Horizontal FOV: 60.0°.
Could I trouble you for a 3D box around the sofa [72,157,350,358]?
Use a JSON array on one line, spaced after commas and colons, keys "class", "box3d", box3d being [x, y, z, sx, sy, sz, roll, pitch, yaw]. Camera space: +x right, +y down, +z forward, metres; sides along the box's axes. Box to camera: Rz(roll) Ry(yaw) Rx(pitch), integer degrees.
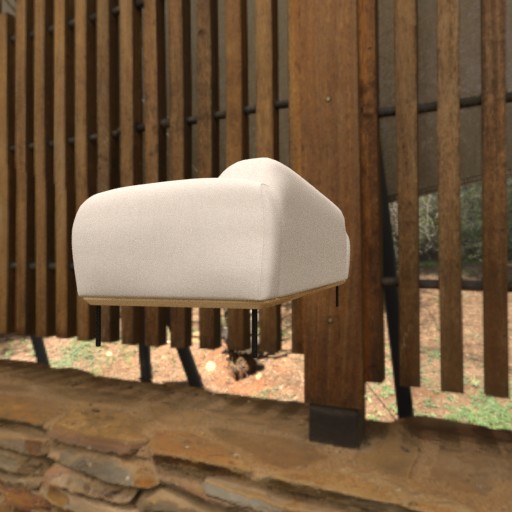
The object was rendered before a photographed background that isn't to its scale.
[{"class": "sofa", "box3d": [0.000, 0.000, 2.685, 0.880, 0.780, 2.257, 0, -1, 19]}]
